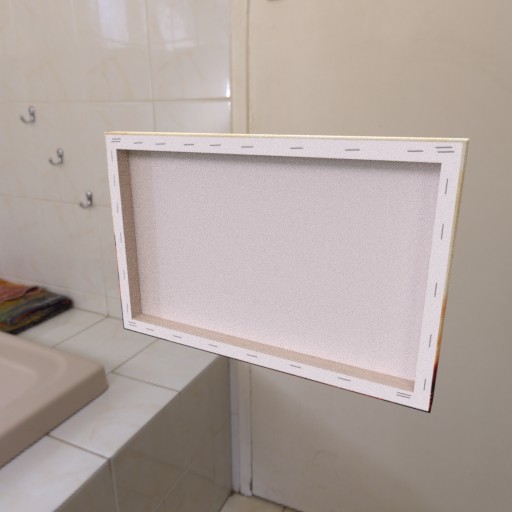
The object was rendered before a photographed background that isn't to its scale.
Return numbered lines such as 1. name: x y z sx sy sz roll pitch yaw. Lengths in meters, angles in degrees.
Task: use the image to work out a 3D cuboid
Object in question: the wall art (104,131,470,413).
1. wall art: 0.000 0.000 0.761 0.613 0.402 0.040 9 19 26
